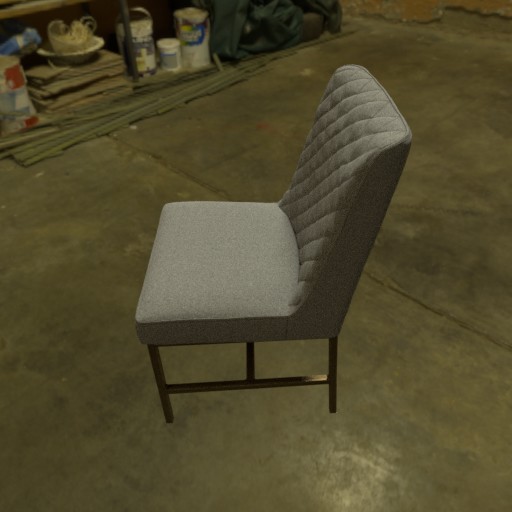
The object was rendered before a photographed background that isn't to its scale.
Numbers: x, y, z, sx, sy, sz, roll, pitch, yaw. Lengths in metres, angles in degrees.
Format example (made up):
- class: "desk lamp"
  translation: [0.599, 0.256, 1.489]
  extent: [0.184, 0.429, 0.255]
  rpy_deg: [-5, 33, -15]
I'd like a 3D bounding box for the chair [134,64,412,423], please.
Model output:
- class: "chair"
  translation: [0.000, 0.000, 1.220]
  extent: [0.587, 0.889, 0.508]
  rpy_deg: [-1, 40, -1]
